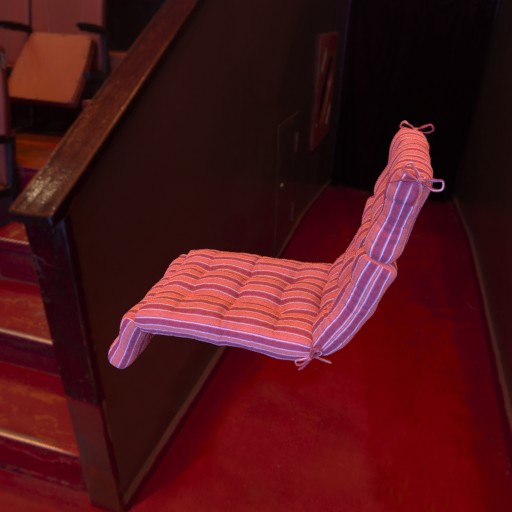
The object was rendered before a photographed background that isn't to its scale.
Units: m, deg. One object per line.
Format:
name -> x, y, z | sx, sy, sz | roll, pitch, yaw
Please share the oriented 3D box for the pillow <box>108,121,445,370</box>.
pillow -> 0.000, 0.000, 1.500 | 1.016, 0.863, 0.526 | 8, 31, 14
